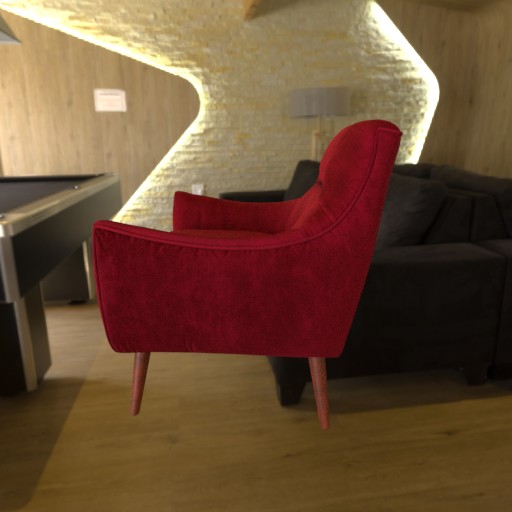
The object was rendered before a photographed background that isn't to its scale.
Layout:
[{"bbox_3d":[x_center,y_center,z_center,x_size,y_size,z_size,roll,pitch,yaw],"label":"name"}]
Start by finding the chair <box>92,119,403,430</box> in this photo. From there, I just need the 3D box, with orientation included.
[{"bbox_3d":[0.000,0.000,1.453,0.787,0.838,0.762,2,15,7],"label":"chair"}]
